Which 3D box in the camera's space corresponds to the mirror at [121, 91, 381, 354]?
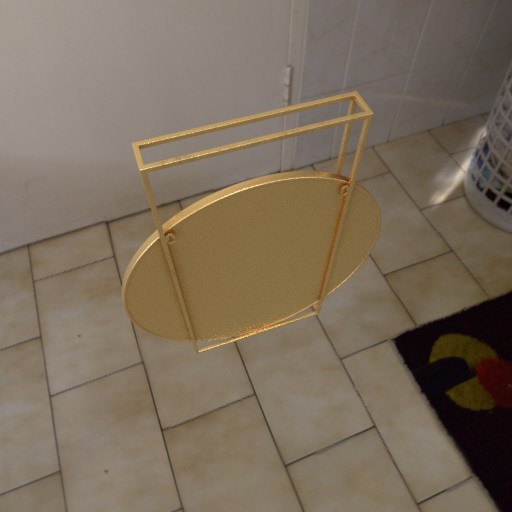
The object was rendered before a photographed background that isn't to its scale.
[{"bbox_3d":[0.000,0.000,0.825,0.508,0.603,0.051,-16,58,-11],"label":"mirror"}]
